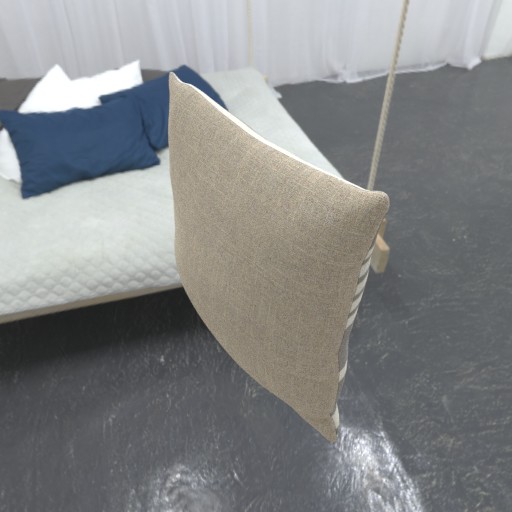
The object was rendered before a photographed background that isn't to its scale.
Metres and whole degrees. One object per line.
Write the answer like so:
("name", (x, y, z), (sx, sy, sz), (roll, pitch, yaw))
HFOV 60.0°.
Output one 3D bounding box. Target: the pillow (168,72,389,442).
("pillow", (0.000, 0.000, 0.671), (0.182, 0.440, 0.439), (-25, 47, -26))
